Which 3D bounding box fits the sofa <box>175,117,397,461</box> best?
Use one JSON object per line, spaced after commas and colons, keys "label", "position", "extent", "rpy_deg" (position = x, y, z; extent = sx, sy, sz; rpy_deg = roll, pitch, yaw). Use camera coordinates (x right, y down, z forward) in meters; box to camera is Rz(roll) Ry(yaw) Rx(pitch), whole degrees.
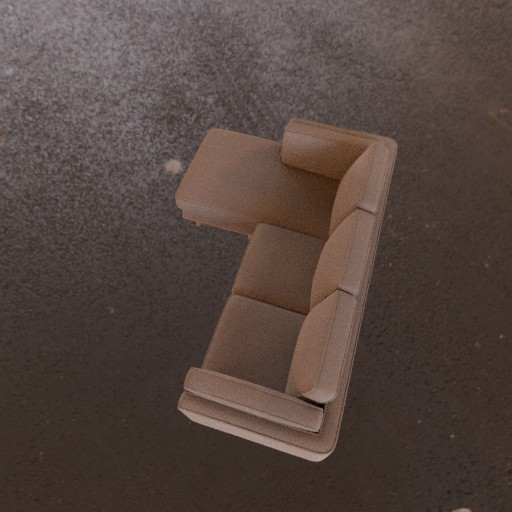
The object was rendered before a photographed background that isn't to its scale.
{"label": "sofa", "position": [0.000, 0.000, 3.226], "extent": [1.604, 0.929, 2.411], "rpy_deg": [15, 60, 9]}
